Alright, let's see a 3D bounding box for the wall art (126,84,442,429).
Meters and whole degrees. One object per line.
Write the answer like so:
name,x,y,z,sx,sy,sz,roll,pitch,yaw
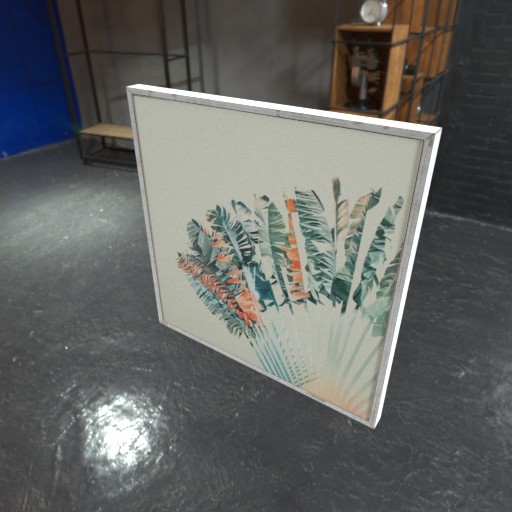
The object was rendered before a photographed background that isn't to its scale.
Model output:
wall art,0.000,0.000,0.761,0.508,0.506,0.029,19,36,29
